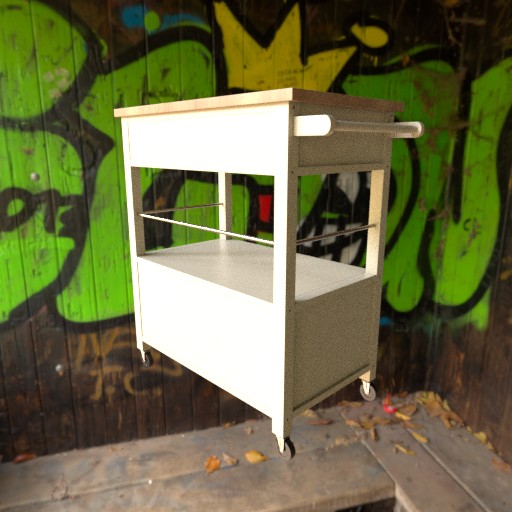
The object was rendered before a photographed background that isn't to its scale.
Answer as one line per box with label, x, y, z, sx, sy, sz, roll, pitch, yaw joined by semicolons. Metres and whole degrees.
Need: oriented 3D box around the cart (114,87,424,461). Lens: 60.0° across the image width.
cart;0.000;0.000;1.394;0.459;0.901;0.840;-13;19;-42
